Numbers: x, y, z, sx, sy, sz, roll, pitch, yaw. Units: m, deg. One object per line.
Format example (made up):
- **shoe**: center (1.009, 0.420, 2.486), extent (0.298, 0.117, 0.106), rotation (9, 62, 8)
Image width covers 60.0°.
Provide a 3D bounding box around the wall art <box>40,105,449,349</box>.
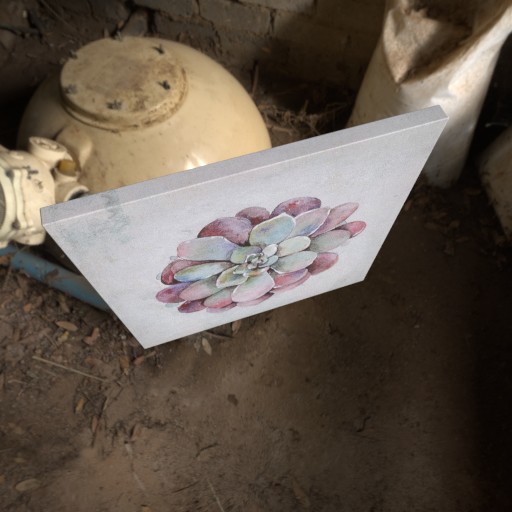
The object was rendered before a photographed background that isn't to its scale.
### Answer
- **wall art**: center (0.000, 0.000, 1.136), extent (0.762, 0.762, 0.041), rotation (-16, 64, -8)
